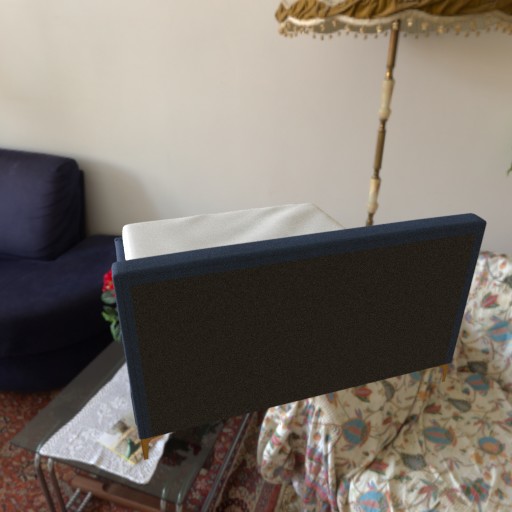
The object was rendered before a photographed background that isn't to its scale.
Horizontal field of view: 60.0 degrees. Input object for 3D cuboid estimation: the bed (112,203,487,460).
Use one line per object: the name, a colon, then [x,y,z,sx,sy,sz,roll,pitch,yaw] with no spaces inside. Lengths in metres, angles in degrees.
bed: [0.000,0.000,3.460,2.096,1.231,2.232,-8,28,-16]
